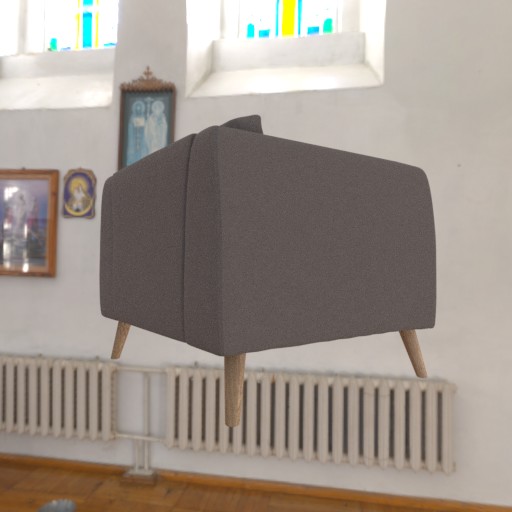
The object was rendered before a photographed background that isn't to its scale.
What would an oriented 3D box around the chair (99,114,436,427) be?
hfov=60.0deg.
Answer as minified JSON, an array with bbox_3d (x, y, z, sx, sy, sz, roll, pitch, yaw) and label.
[{"bbox_3d":[0.000,0.000,1.725,0.930,0.860,1.000,0,-1,-35],"label":"chair"}]
